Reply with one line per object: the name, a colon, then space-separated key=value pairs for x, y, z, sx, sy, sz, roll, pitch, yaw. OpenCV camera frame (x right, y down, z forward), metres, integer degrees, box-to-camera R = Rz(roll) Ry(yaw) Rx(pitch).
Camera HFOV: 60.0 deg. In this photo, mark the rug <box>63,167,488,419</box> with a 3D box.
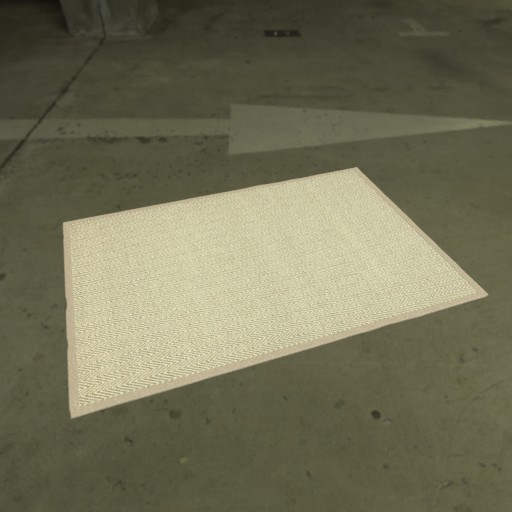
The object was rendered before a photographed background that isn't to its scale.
rug: x=0.000 y=0.000 z=2.795 sx=2.290 sy=0.021 sz=1.540 roll=-13 pitch=43 yaw=-14
